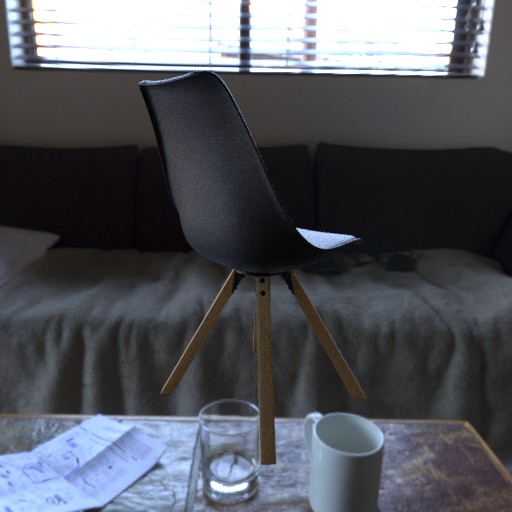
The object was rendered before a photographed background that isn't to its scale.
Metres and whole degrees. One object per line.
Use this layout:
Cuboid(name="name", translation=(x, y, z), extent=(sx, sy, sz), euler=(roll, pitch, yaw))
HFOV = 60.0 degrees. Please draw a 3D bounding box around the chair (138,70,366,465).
Cuboid(name="chair", translation=(0.000, 0.000, 1.184), extent=(0.549, 0.850, 0.485), euler=(-14, 20, -43))
